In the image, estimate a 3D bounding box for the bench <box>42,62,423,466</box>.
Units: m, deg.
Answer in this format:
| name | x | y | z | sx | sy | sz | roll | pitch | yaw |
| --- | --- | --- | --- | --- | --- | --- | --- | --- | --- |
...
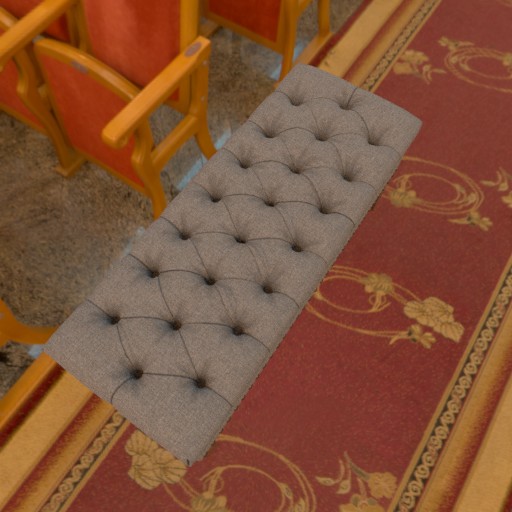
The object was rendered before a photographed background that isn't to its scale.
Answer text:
| name | x | y | z | sx | sy | sz | roll | pitch | yaw |
| --- | --- | --- | --- | --- | --- | --- | --- | --- | --- |
| bench | 0.000 | 0.000 | 1.271 | 0.417 | 0.470 | 1.052 | 32 | 69 | 14 |
